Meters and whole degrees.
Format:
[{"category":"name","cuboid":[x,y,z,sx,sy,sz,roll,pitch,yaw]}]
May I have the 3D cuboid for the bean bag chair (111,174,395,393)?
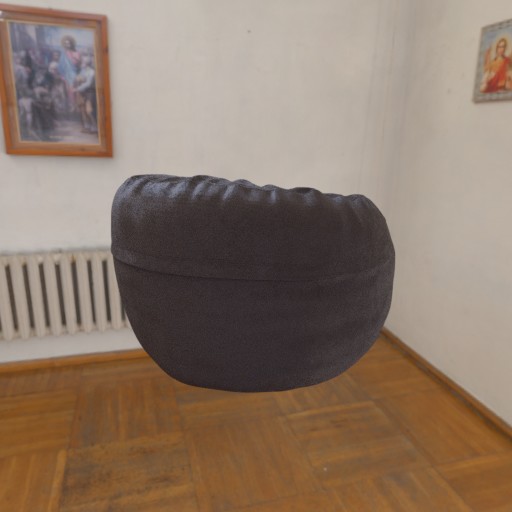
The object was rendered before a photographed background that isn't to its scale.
[{"category":"bean bag chair","cuboid":[0.000,0.000,2.069,1.245,0.821,1.245,0,16,0]}]
